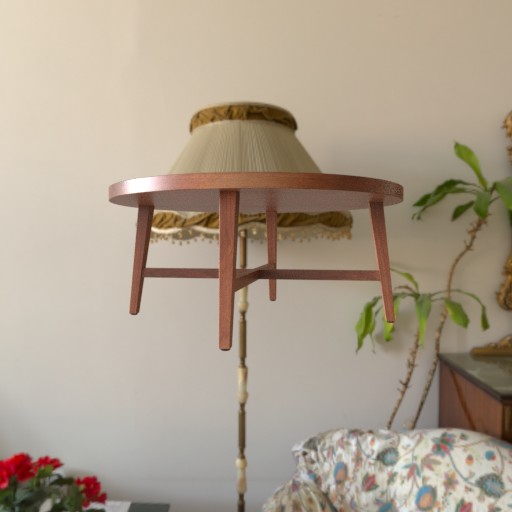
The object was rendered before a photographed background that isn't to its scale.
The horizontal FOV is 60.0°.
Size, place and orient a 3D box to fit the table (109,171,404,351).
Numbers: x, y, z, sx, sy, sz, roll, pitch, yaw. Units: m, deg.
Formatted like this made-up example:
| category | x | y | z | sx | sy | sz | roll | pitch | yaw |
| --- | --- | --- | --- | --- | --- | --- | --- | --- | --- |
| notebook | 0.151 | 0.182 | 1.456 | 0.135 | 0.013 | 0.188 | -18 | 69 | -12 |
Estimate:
| category | x | y | z | sx | sy | sz | roll | pitch | yaw |
| --- | --- | --- | --- | --- | --- | --- | --- | --- | --- |
| table | 0.000 | 0.000 | 1.273 | 0.800 | 0.360 | 0.800 | 0 | 2 | 0 |
